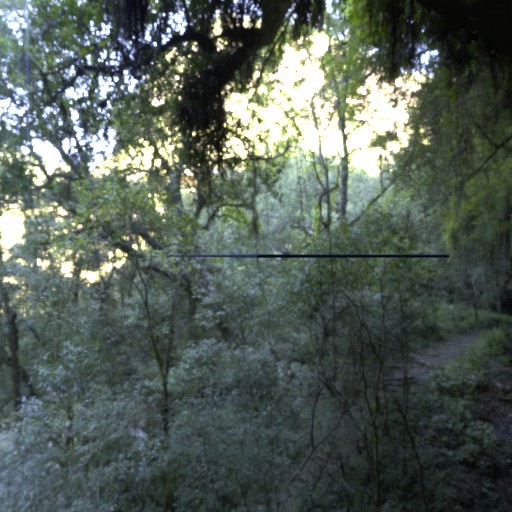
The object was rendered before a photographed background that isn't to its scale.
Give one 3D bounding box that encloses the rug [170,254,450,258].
[{"bbox_3d":[0.000,0.000,2.713,0.769,0.012,2.448,0,0,-18],"label":"rug"}]
